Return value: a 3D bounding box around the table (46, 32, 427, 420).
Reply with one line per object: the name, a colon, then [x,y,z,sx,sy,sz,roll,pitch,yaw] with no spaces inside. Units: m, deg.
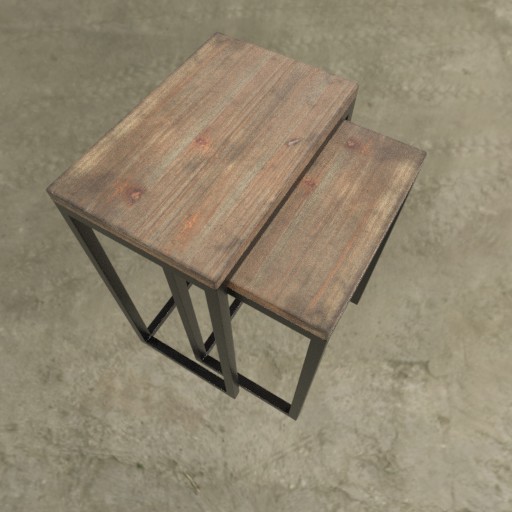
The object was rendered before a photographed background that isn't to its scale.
table: [0.000,0.000,0.934,0.460,0.615,0.456,29,63,16]
